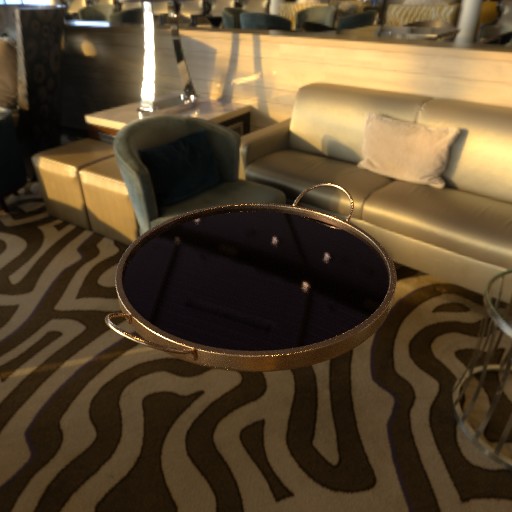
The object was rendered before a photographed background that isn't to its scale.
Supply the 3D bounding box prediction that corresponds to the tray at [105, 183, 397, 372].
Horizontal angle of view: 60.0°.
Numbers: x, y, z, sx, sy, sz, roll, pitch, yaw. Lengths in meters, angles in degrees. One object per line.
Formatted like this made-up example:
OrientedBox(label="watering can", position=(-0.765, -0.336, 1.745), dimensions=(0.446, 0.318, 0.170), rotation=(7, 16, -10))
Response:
OrientedBox(label="tray", position=(0.000, 0.000, 0.712), dimensions=(0.438, 0.069, 0.543), rotation=(20, 37, 30))
